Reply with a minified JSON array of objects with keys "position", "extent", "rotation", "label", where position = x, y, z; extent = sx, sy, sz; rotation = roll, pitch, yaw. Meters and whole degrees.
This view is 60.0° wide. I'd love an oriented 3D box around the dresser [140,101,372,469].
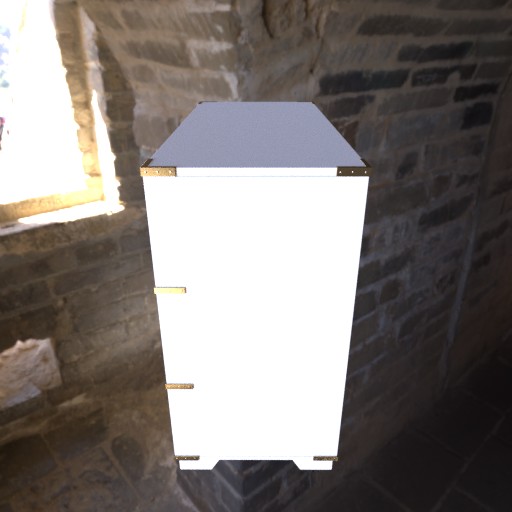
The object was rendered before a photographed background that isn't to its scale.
[{"position":[0.000,0.000,1.530],"extent":[0.460,0.891,1.022],"rotation":[0,26,0],"label":"dresser"}]
